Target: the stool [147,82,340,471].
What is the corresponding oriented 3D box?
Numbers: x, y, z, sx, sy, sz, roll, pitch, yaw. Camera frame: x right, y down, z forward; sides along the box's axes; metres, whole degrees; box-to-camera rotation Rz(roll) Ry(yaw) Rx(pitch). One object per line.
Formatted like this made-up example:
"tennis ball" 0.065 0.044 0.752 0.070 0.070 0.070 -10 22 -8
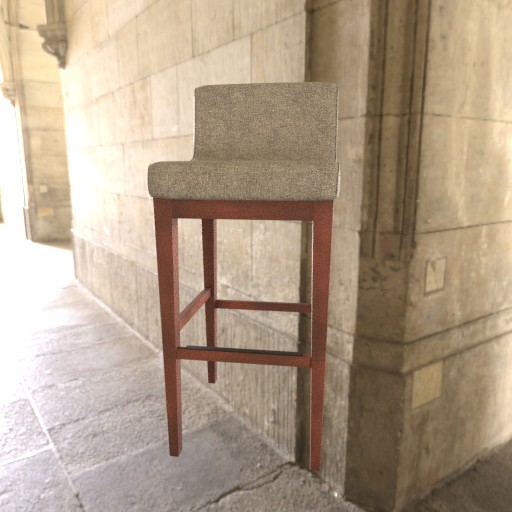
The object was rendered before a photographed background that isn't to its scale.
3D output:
"stool" 0.000 0.000 1.218 0.426 0.965 0.499 2 12 8
